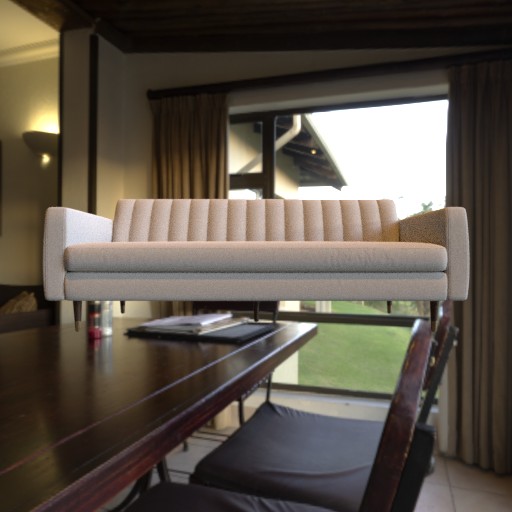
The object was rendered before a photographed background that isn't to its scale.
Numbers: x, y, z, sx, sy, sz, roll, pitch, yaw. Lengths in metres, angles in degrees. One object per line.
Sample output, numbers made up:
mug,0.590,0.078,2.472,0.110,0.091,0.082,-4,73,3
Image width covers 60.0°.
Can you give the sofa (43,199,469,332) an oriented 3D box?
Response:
sofa,0.000,0.000,2.780,2.291,0.821,0.990,0,0,0
